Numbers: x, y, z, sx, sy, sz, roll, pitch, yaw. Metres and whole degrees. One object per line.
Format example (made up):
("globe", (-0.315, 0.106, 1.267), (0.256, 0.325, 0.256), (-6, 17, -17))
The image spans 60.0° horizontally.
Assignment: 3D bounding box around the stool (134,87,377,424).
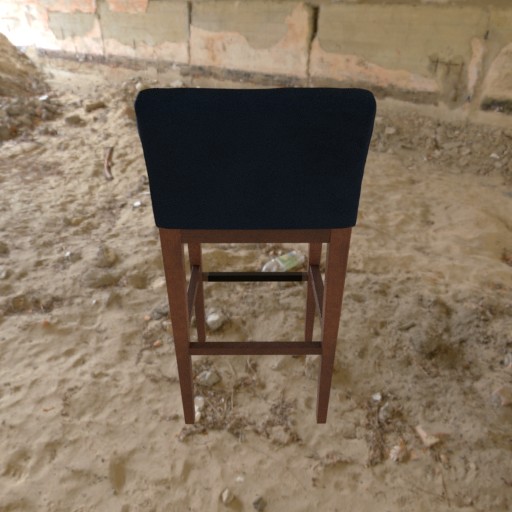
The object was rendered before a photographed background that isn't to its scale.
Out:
("stool", (0.000, 0.000, 1.355), (0.511, 1.037, 0.500), (0, 30, 0))
